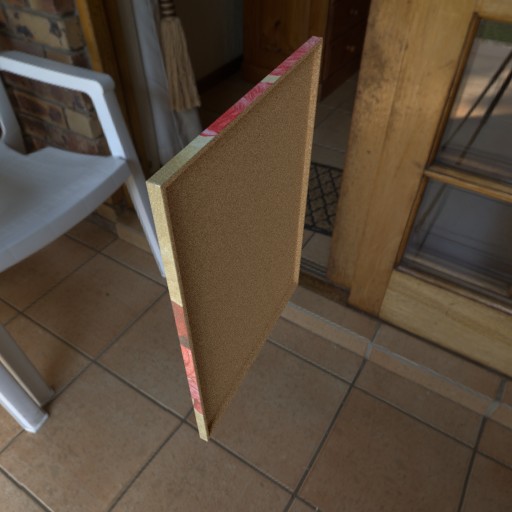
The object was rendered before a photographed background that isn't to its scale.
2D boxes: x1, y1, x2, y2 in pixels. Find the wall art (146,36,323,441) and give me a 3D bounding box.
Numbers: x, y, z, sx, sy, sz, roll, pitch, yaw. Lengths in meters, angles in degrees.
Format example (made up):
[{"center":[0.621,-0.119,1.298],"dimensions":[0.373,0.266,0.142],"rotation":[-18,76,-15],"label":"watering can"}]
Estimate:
[{"center":[0.000,0.000,1.329],"dimensions":[0.031,1.015,0.762],"rotation":[19,48,18],"label":"wall art"}]
